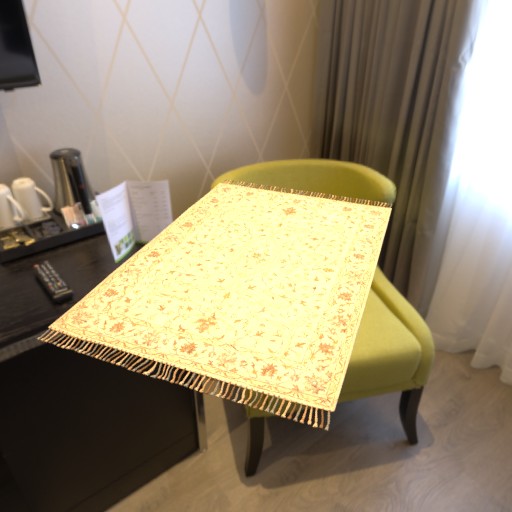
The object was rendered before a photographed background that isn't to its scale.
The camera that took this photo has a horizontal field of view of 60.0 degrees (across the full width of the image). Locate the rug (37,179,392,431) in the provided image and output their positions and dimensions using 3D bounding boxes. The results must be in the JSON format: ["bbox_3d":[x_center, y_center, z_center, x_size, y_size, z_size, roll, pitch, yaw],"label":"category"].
[{"bbox_3d":[0.000,0.000,2.346,1.218,0.017,1.861,11,33,18],"label":"rug"}]
